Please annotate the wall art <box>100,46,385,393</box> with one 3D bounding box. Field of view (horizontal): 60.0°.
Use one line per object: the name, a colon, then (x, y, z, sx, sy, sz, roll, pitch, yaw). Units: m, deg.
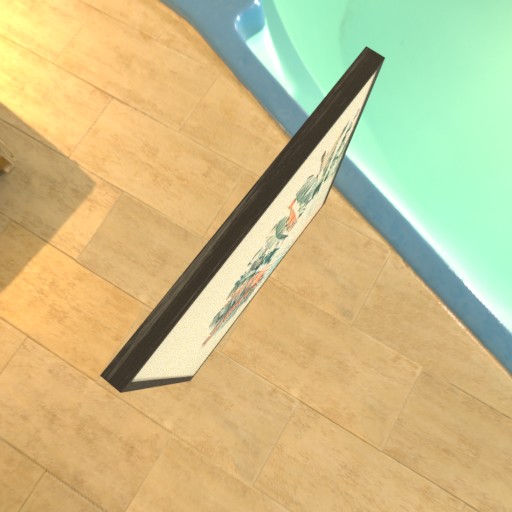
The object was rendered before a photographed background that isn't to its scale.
wall art: (0.000, 0.000, 1.138, 0.043, 0.758, 0.762, 36, 78, 9)
